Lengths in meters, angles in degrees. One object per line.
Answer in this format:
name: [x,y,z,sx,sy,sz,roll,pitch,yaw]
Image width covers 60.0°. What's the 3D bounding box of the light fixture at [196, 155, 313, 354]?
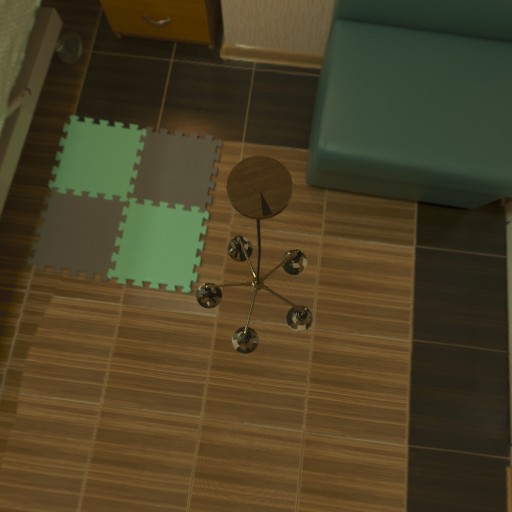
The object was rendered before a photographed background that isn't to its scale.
light fixture: [0.000,0.000,1.212,0.438,0.988,0.421,-21,76,-6]
